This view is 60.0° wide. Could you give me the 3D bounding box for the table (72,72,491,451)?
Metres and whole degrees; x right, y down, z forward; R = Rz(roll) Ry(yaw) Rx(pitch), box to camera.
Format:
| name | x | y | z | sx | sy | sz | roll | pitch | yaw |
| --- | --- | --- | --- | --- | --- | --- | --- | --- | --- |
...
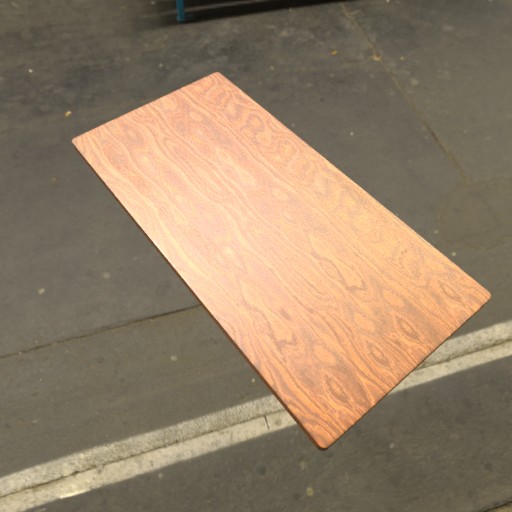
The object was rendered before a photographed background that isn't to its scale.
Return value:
| name | x | y | z | sx | sy | sz | roll | pitch | yaw |
| --- | --- | --- | --- | --- | --- | --- | --- | --- | --- |
| table | 0.000 | 0.000 | 2.229 | 0.883 | 0.753 | 1.791 | -34 | 63 | -20 |
